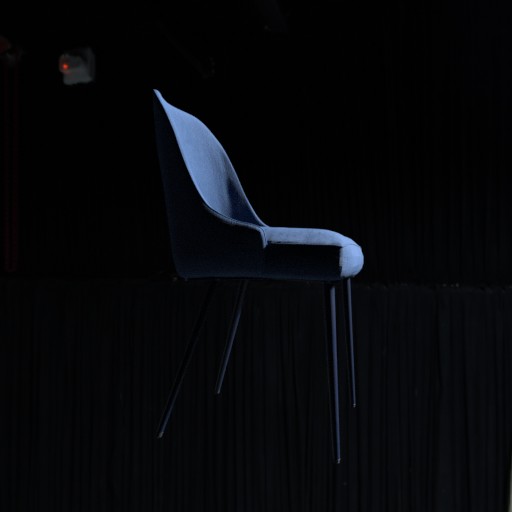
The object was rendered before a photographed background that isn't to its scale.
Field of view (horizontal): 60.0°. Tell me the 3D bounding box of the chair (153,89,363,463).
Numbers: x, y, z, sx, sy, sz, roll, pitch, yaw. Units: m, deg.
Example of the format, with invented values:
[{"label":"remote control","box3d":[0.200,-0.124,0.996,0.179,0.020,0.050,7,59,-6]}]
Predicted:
[{"label":"chair","box3d":[0.000,0.000,1.212,0.559,0.896,0.478,0,0,17]}]
